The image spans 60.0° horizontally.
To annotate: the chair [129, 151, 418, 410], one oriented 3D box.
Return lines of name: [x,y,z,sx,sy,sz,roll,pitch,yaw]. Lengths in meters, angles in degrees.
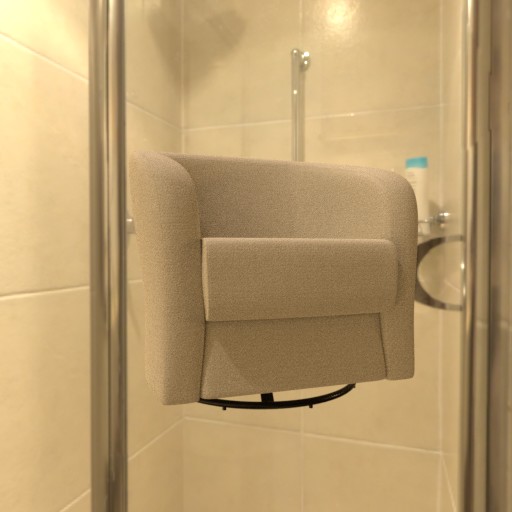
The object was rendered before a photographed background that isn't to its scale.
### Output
chair: [0.000,0.000,1.427,0.791,0.771,0.815,0,1,-19]
